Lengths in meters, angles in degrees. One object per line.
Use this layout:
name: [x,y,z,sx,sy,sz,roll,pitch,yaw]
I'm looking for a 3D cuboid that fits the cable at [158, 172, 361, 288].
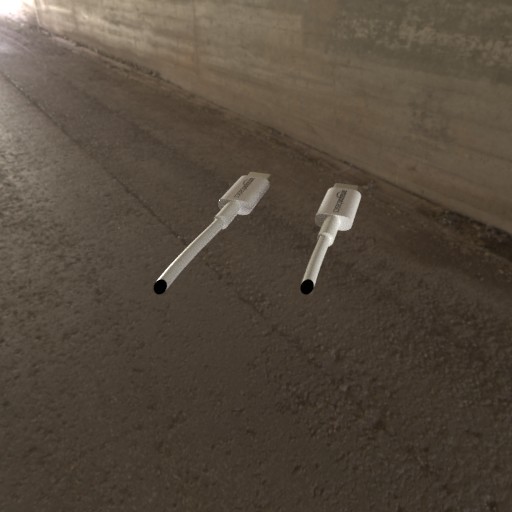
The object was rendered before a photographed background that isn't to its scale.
cable: [0.000,0.000,0.111,0.041,0.005,0.098,10,34,16]
